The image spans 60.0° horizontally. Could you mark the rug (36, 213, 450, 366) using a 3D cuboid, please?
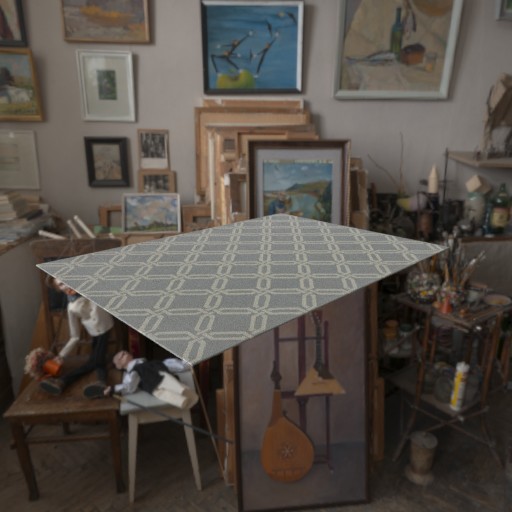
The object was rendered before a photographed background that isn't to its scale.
[{"bbox_3d":[0.000,0.000,4.414,3.353,0.013,2.438,-16,24,-42],"label":"rug"}]
